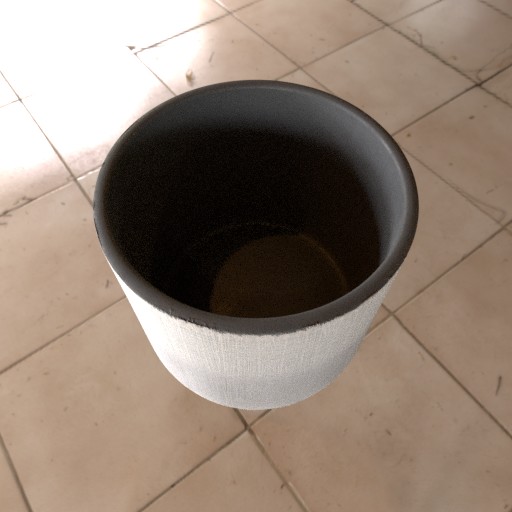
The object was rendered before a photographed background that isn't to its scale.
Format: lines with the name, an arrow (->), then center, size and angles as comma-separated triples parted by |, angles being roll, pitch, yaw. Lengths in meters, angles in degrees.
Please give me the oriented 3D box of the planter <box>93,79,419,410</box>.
planter -> 0.000, 0.000, 0.436 | 0.254, 0.221, 0.254 | 0, 58, 0
